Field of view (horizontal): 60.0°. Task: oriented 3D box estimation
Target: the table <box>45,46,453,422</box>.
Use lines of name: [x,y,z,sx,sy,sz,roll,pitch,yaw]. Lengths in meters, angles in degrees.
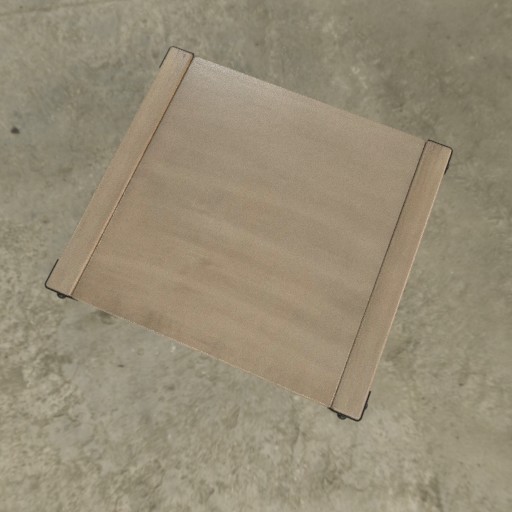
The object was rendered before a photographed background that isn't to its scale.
table: [0.000,0.000,0.949,0.510,0.561,0.459,22,78,5]
